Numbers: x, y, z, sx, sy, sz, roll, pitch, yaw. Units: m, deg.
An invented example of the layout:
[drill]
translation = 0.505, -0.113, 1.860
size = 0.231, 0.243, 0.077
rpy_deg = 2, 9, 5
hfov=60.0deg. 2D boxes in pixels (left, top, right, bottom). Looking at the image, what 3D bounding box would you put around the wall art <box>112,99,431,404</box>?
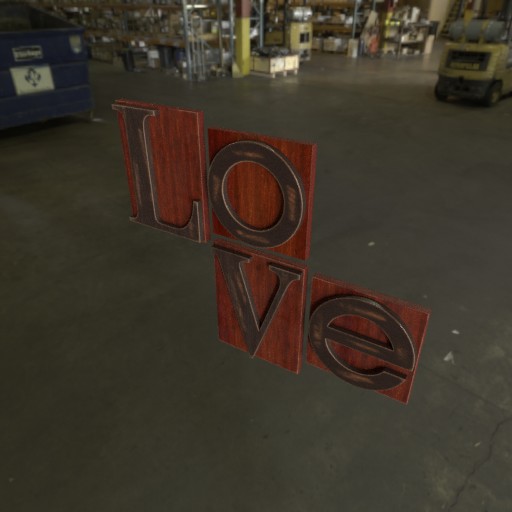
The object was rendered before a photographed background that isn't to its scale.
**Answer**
[wall art]
translation = 0.000, 0.000, 0.831
size = 0.635, 0.497, 0.030
rpy_deg = 17, 34, 27
